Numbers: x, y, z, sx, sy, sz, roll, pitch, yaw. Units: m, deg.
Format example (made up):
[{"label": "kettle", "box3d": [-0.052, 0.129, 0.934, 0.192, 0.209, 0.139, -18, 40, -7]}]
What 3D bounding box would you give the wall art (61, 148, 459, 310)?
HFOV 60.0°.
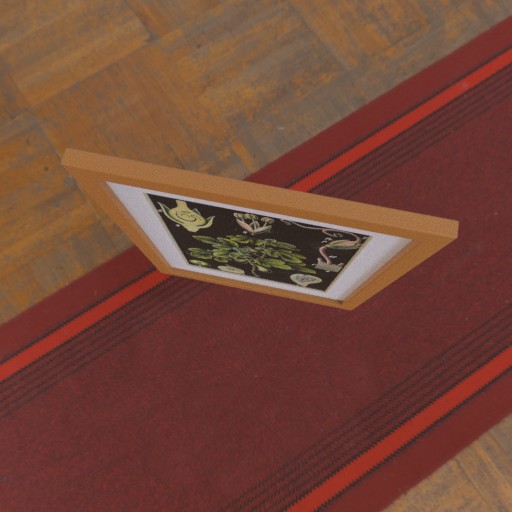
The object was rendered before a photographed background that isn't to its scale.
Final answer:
[{"label": "wall art", "box3d": [0.000, 0.000, 0.764, 0.452, 0.553, 0.022, 11, 75, 3]}]
